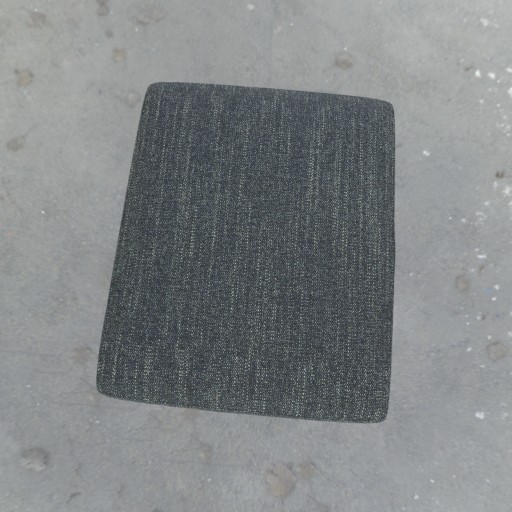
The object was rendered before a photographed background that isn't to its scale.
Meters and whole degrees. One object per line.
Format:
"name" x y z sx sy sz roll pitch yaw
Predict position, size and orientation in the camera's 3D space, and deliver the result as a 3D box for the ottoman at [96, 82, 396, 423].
"ottoman" 0.000 0.000 1.244 0.667 0.491 0.814 5 76 1
